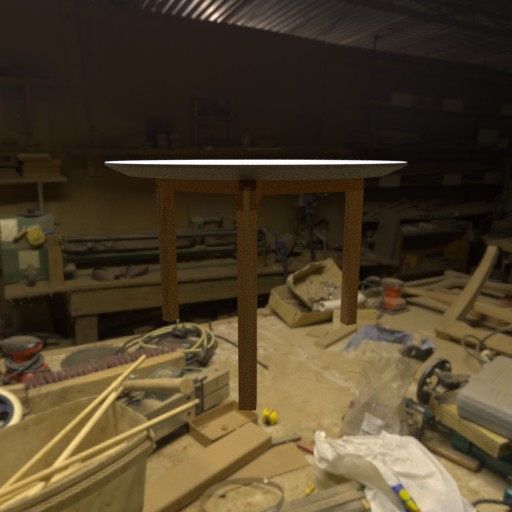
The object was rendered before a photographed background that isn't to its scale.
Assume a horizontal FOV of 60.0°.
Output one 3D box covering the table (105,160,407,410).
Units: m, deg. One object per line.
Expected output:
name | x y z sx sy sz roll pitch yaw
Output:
table | 0.000 0.000 0.971 0.600 0.405 0.600 0 13 0
